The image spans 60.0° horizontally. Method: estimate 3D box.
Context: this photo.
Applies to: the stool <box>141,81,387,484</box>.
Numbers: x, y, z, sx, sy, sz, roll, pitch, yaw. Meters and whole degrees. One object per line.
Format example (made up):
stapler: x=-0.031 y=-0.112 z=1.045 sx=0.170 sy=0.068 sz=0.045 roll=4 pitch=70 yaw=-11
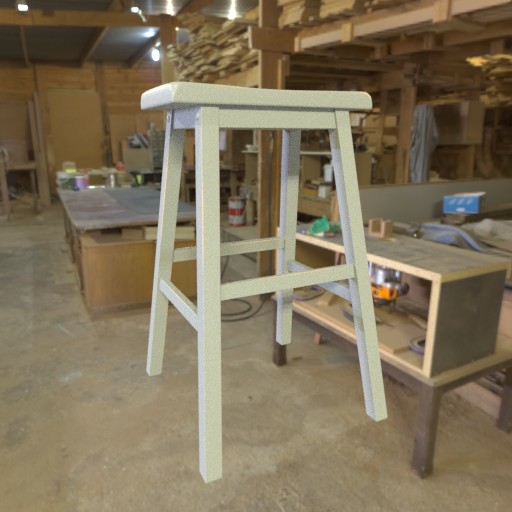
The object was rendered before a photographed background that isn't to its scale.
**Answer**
stool: x=0.000 y=0.000 z=1.058 sx=0.457 sy=0.737 sz=0.476 roll=-8 pitch=17 yaw=-26
